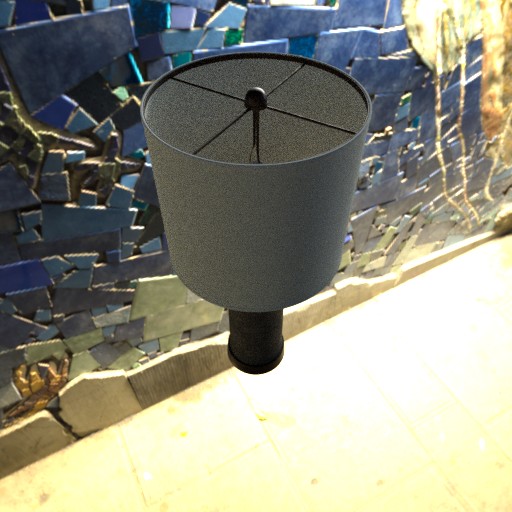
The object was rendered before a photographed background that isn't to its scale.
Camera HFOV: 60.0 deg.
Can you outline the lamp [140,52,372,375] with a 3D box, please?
[{"bbox_3d":[0.000,0.000,0.801,0.301,0.630,0.301,-10,48,-9],"label":"lamp"}]
